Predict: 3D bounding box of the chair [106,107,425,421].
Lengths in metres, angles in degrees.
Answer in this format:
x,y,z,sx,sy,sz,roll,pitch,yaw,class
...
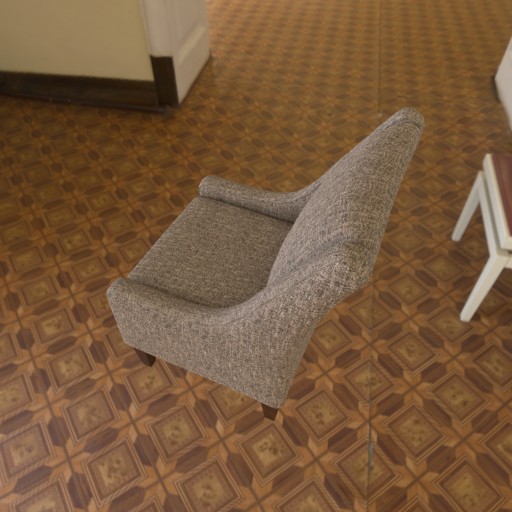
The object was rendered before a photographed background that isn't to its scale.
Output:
x,y,z,sx,sy,sz,roll,pitch,yaw,class
0.000,0.000,1.658,0.870,1.014,0.774,18,49,16,chair
